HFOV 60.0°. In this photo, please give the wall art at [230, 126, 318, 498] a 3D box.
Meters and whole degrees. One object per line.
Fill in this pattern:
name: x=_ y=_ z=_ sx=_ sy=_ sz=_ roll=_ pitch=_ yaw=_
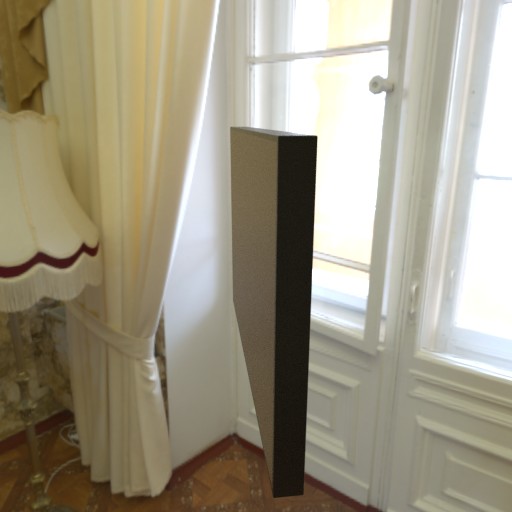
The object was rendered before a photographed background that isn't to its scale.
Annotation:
wall art: x=0.000 y=0.000 z=1.165 sx=0.058 sy=0.640 sz=0.939 roll=-2 pitch=17 yaw=-7
